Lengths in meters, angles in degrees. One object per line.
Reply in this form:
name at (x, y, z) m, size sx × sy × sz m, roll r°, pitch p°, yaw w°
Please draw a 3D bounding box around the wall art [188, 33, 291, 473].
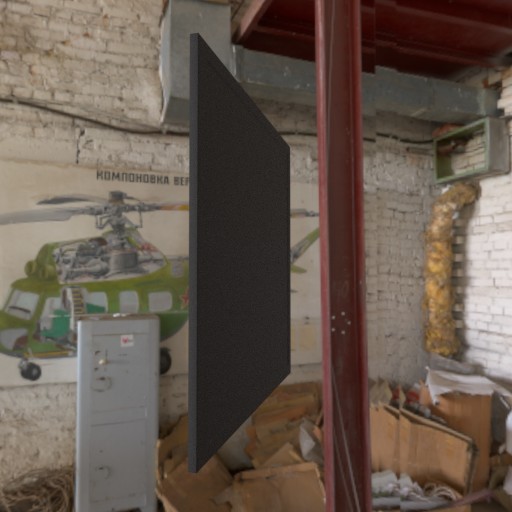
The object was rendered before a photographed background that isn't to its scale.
wall art at (0.000, 0.000, 0.831) m, size 0.012 × 0.558 × 0.562 m, roll 0°, pitch -2°, yaw 17°
